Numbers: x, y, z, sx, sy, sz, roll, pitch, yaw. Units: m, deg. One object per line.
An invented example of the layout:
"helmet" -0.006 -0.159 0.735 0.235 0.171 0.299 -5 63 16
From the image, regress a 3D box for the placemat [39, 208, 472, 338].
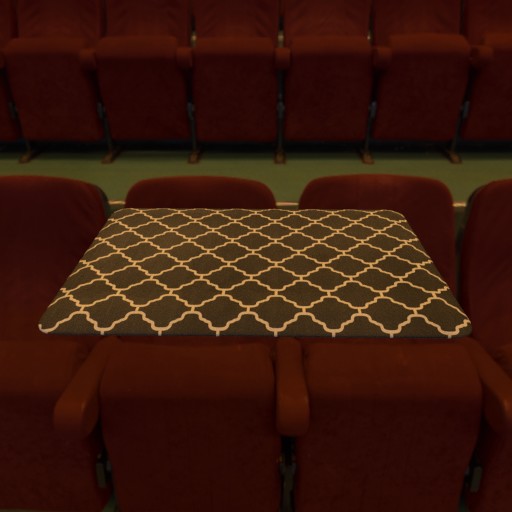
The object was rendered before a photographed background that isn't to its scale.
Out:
"placemat" 0.000 0.000 0.966 0.762 0.021 0.508 0 31 1
